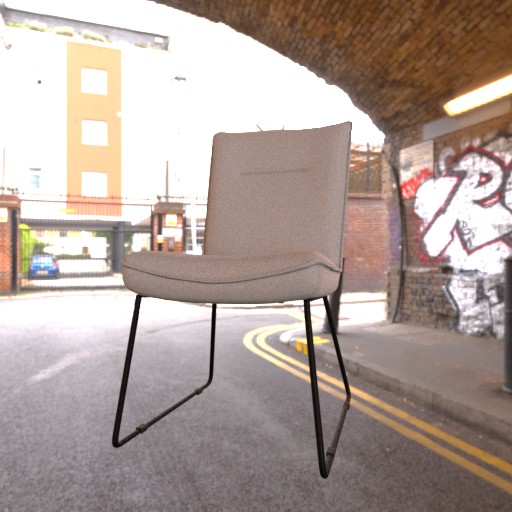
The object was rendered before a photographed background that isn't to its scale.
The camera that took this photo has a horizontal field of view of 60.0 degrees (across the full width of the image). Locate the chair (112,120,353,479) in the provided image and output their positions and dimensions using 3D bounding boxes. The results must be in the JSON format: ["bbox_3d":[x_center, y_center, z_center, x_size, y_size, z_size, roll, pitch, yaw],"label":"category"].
[{"bbox_3d":[0.000,0.000,1.299,0.515,0.930,0.688,0,0,17],"label":"chair"}]
